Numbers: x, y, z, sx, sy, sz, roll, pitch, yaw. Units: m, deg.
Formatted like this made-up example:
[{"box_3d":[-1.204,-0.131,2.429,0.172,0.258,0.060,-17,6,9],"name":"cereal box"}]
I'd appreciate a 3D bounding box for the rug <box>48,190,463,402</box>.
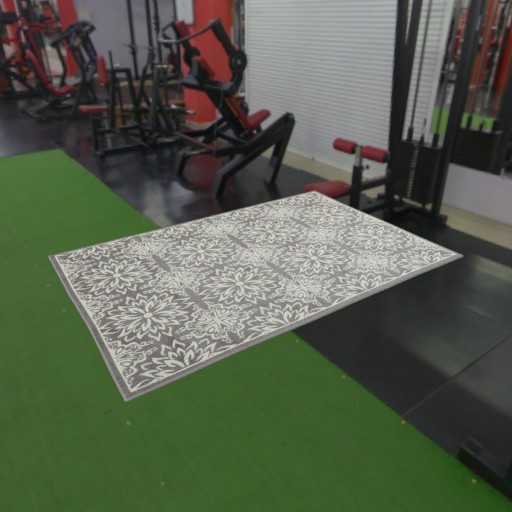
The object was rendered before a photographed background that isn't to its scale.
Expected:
[{"box_3d":[0.000,0.000,2.362,1.847,0.012,1.224,-17,33,-29],"name":"rug"}]
